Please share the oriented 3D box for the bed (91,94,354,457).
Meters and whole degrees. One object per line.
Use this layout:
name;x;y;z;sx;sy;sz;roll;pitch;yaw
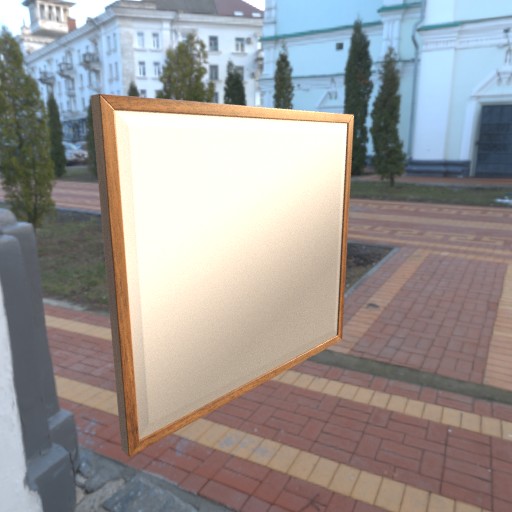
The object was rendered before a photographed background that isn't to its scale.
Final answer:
bed;0.000;0.000;1.474;0.043;0.940;1.041;13;19;42
